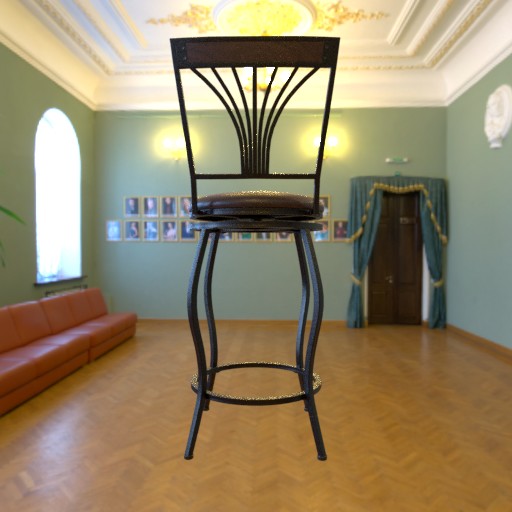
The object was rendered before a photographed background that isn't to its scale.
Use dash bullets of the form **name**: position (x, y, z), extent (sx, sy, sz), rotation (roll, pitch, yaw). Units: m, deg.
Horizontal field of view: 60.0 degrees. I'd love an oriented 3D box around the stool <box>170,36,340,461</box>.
- **stool**: position (0.000, 0.000, 1.358), extent (0.433, 1.117, 0.514), rotation (0, 1, 1)
